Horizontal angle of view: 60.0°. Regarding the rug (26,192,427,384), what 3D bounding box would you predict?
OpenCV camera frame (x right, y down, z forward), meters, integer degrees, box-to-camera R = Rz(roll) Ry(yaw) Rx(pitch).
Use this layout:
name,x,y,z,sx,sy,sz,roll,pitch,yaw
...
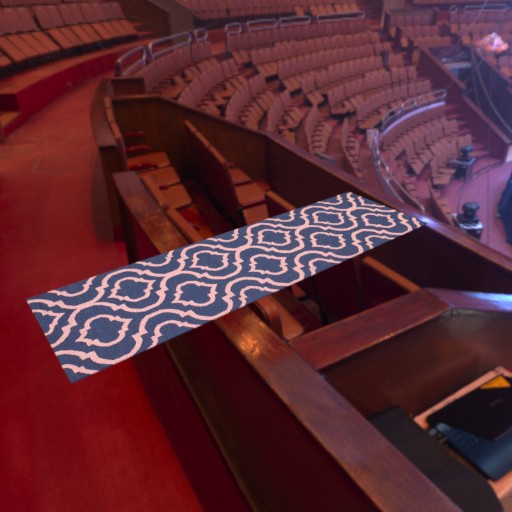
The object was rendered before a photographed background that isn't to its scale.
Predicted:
name,x,y,z,sx,sy,sz,roll,pitch,yaw
rug,0.000,0.000,2.527,2.296,0.006,0.685,-21,36,-32
